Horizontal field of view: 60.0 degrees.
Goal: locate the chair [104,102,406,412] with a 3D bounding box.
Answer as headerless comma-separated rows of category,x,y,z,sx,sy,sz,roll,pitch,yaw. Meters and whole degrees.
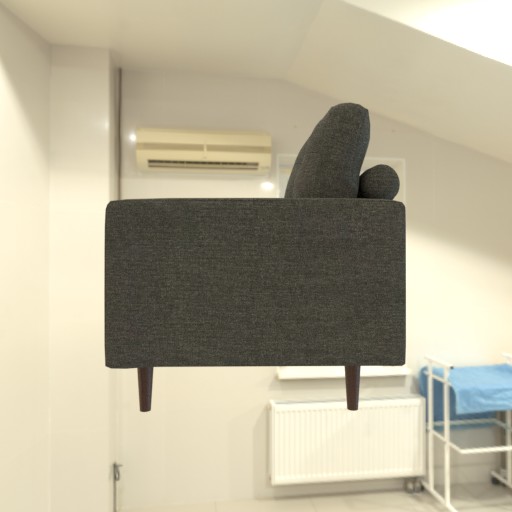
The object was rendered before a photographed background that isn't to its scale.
chair,0.000,0.000,1.541,0.843,0.880,0.821,0,0,-1
